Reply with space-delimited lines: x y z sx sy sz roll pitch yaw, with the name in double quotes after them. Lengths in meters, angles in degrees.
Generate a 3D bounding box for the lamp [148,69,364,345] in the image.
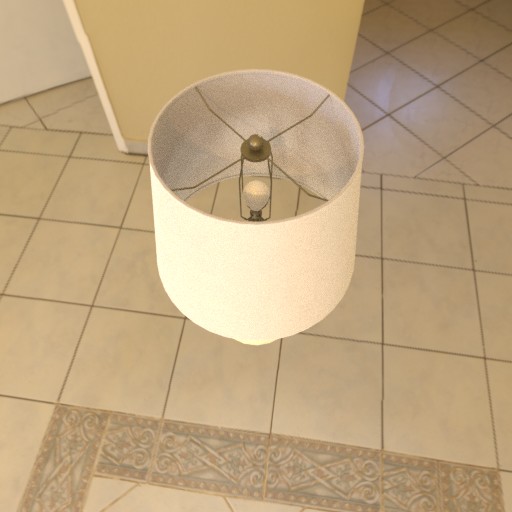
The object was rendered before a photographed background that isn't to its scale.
0.000 0.000 0.557 0.239 0.399 0.239 0 59 0 "lamp"
